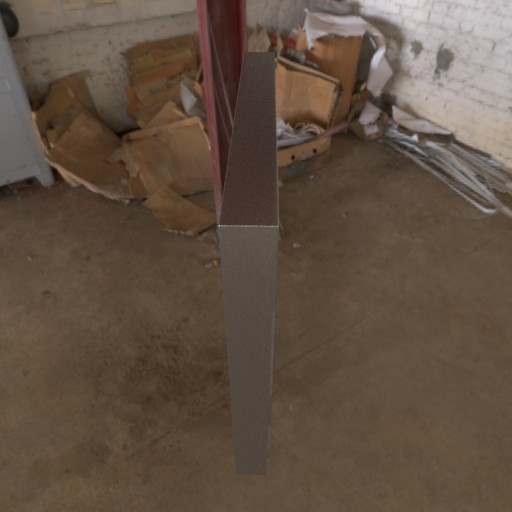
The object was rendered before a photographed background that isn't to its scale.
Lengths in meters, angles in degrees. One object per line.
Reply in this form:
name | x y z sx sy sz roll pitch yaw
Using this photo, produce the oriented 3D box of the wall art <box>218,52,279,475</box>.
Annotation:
wall art | 0.000 0.000 0.517 0.038 0.350 0.350 1 41 1
